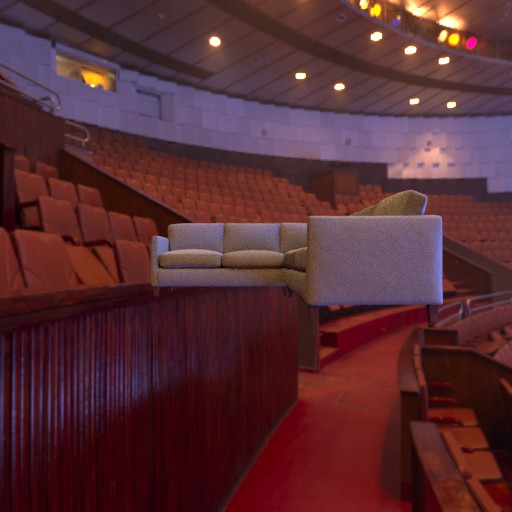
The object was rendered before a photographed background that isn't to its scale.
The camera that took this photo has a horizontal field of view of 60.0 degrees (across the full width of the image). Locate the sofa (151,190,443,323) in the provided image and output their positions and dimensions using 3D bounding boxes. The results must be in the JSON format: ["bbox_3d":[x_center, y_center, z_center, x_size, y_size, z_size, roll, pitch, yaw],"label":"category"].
[{"bbox_3d":[0.000,0.000,4.584,2.592,0.947,3.301,0,-1,0],"label":"sofa"}]
